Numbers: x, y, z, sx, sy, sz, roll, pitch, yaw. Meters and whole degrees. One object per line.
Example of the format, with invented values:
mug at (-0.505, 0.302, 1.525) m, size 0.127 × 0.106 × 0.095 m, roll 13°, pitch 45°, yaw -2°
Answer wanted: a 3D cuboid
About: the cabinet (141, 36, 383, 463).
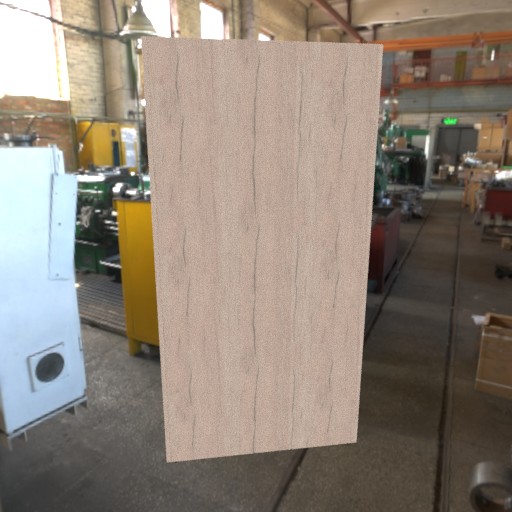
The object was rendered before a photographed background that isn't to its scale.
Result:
cabinet at (0.000, 0.000, 2.290) m, size 0.980 × 1.930 × 0.580 m, roll -2°, pitch 15°, yaw -9°
